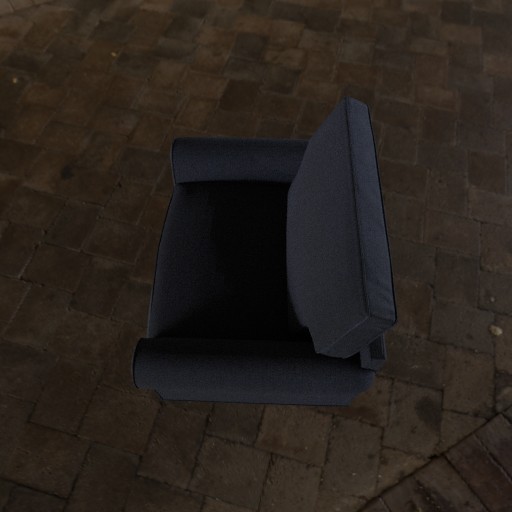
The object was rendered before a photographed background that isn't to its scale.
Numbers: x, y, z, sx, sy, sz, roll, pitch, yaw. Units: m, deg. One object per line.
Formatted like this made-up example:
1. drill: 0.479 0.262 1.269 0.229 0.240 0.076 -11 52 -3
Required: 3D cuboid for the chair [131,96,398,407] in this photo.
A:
1. chair: 0.000 0.000 2.059 0.963 1.044 1.285 2 59 1
